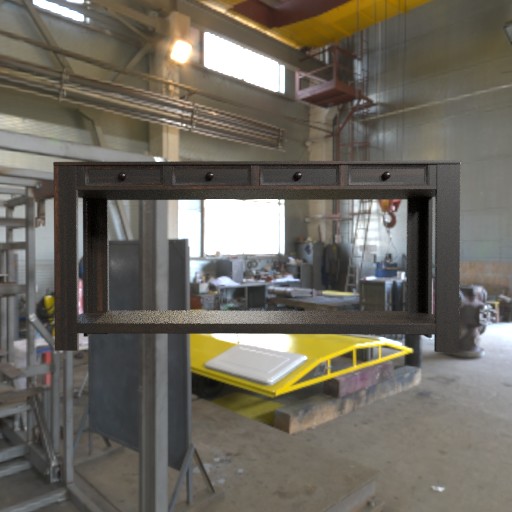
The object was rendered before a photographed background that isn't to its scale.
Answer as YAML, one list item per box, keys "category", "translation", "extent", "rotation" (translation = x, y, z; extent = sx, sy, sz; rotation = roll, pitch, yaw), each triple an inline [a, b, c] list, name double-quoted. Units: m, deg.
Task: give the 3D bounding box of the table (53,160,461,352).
- category: "table"
  translation: [0.000, 0.000, 1.957]
  extent: [1.631, 0.762, 0.384]
  rotation: [0, 1, 1]
